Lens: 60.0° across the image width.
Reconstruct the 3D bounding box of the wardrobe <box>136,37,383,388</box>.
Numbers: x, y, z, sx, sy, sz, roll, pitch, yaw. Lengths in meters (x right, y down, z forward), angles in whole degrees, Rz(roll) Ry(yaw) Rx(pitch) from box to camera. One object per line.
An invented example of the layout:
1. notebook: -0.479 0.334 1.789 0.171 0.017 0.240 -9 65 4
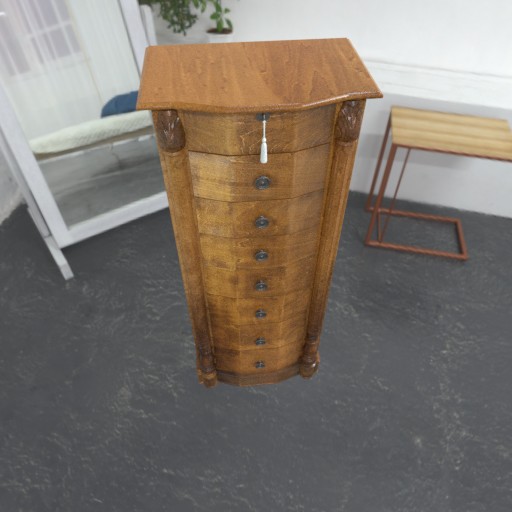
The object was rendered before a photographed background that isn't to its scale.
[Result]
1. wardrobe: 0.000 0.000 1.135 0.406 0.959 0.273 -4 47 -4
